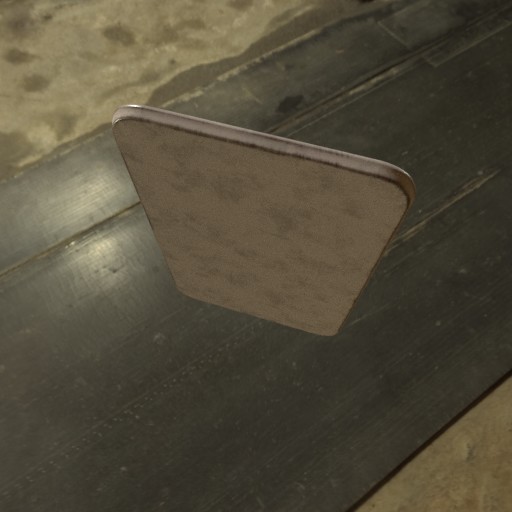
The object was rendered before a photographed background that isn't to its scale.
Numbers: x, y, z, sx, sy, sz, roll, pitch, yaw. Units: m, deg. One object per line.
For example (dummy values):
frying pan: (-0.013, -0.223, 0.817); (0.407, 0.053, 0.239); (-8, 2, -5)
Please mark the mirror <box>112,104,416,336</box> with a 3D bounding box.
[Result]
mirror: (0.000, 0.000, 0.914); (0.461, 0.713, 0.024); (15, 64, 8)
